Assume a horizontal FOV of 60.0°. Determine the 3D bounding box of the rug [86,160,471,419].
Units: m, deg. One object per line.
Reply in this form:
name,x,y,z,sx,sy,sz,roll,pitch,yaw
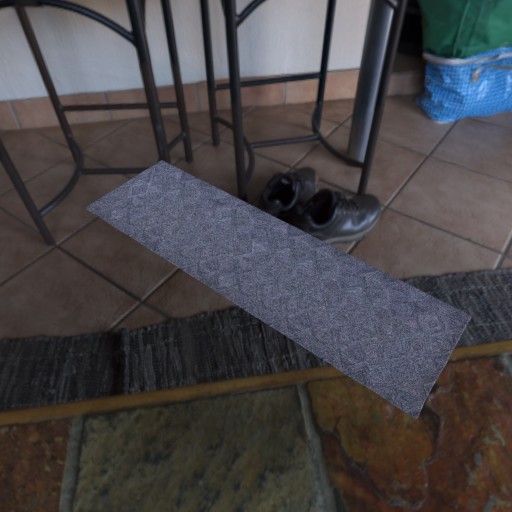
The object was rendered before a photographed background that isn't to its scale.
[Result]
rug,0.000,0.000,2.589,2.296,0.011,0.691,29,53,25
